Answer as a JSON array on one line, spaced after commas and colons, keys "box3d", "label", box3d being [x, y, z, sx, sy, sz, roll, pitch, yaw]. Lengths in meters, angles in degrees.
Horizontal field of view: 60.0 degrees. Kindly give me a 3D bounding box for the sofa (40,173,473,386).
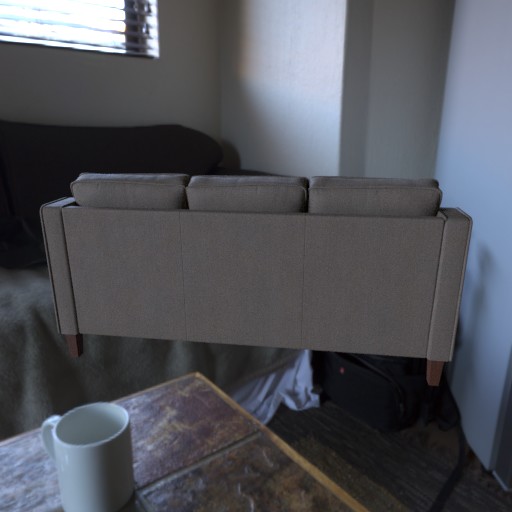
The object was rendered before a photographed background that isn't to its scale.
[{"box3d": [0.000, 0.000, 2.525, 1.986, 0.974, 0.911, 2, 17, 8], "label": "sofa"}]
